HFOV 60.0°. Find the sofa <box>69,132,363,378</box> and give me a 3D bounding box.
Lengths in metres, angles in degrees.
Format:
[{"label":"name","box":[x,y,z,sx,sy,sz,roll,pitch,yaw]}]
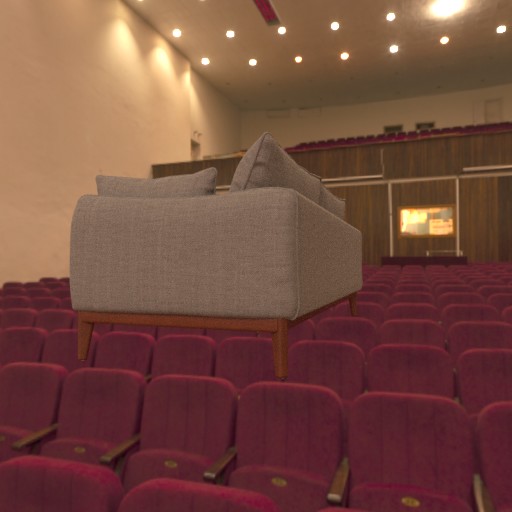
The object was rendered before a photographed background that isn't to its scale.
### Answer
[{"label":"sofa","box":[0.000,0.000,2.495,0.972,0.851,1.989,0,-1,20]}]
